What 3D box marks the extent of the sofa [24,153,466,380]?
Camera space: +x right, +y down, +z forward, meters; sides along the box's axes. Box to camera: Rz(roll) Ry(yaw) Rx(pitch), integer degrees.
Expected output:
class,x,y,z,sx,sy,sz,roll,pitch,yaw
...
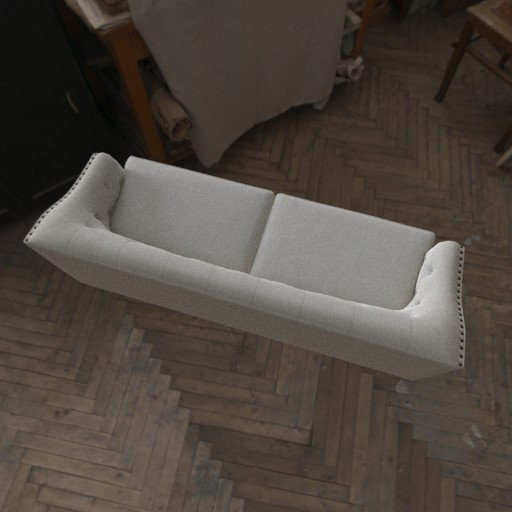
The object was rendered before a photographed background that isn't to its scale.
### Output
class,x,y,z,sx,sy,sz,roll,pitch,yaw
sofa,0.000,0.000,2.679,2.235,0.901,0.914,15,65,7
